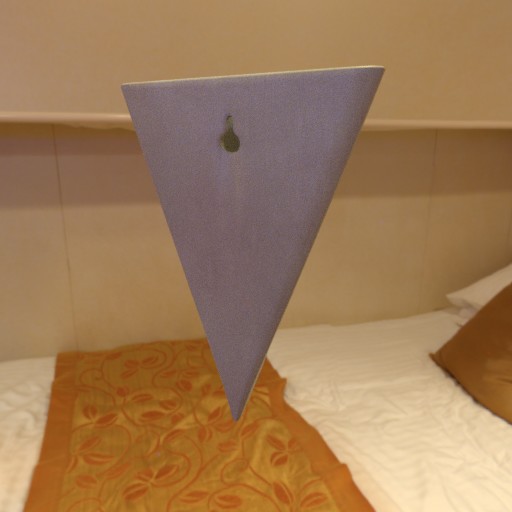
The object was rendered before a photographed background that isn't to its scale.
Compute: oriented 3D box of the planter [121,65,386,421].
[{"bbox_3d":[0.000,0.000,0.268,0.150,0.197,0.060,8,17,27],"label":"planter"}]
